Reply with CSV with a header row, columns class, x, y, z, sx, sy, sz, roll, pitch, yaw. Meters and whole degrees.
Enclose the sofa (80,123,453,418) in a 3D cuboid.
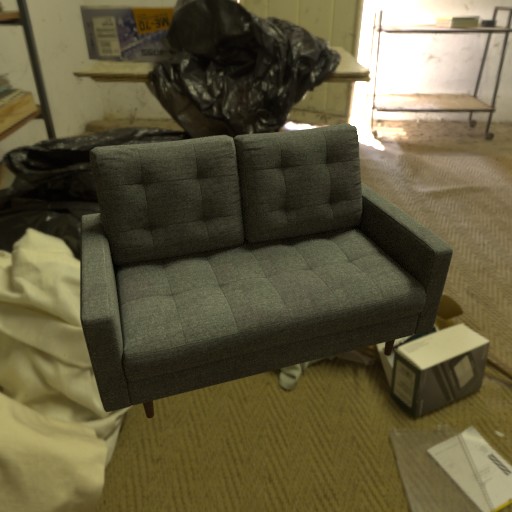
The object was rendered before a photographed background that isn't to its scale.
class,x,y,z,sx,sy,sz,roll,pitch,yaw
sofa,0.000,0.000,1.924,1.407,0.907,0.842,-10,33,-16
